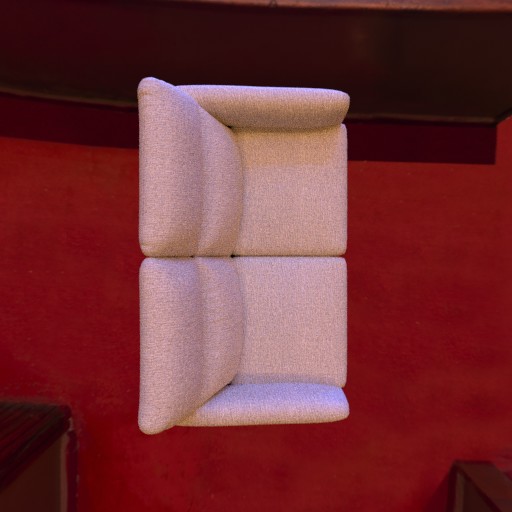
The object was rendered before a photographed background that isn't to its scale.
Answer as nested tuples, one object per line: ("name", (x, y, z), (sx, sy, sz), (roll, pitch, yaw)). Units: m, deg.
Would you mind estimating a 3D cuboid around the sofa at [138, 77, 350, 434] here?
("sofa", (0.000, 0.000, 2.101), (0.905, 0.950, 1.540), (0, 90, 0))
